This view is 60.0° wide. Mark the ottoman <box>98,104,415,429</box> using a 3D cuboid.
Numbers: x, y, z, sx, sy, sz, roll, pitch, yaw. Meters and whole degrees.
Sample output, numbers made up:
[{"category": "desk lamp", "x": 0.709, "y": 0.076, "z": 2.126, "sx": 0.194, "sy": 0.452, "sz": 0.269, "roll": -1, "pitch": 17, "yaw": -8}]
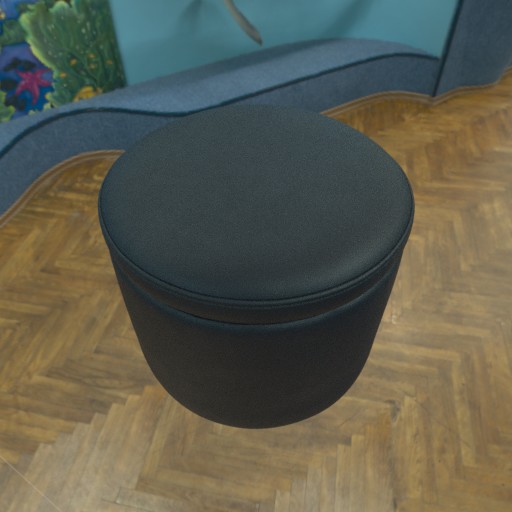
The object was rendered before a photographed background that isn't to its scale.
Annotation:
[{"category": "ottoman", "x": 0.000, "y": 0.000, "z": 0.836, "sx": 0.501, "sy": 0.409, "sz": 0.501, "roll": 0, "pitch": 46, "yaw": 0}]
